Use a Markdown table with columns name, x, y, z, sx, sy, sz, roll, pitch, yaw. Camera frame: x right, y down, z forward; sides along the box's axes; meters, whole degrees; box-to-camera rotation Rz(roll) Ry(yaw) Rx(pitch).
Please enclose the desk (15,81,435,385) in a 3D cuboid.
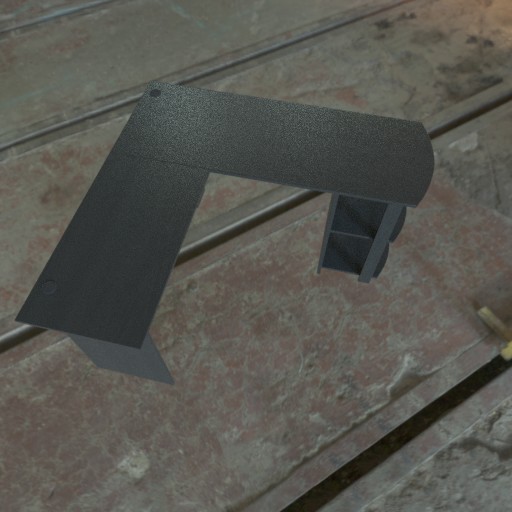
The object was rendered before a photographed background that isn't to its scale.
| name | x | y | z | sx | sy | sz | roll | pitch | yaw |
| --- | --- | --- | --- | --- | --- | --- | --- | --- | --- |
| desk | 0.000 | 0.000 | 2.043 | 1.361 | 0.716 | 1.303 | 11 | 58 | 7 |
